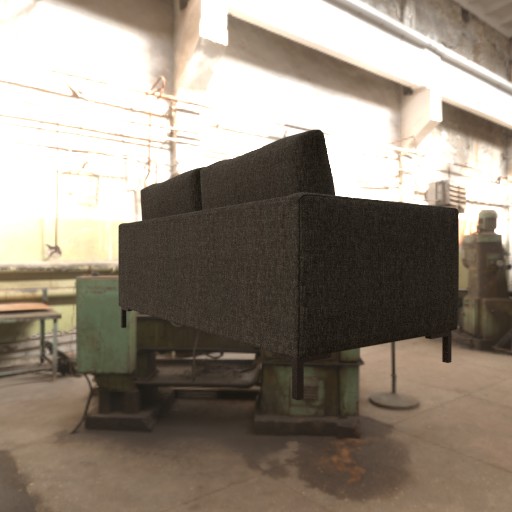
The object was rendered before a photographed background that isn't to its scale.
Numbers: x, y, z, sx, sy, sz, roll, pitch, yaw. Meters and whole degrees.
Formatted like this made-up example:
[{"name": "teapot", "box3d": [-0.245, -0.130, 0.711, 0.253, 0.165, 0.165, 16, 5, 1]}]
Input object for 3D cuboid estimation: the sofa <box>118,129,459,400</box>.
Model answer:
[{"name": "sofa", "box3d": [0.000, 0.000, 2.238, 0.866, 0.862, 1.716, 0, 0, -35]}]
